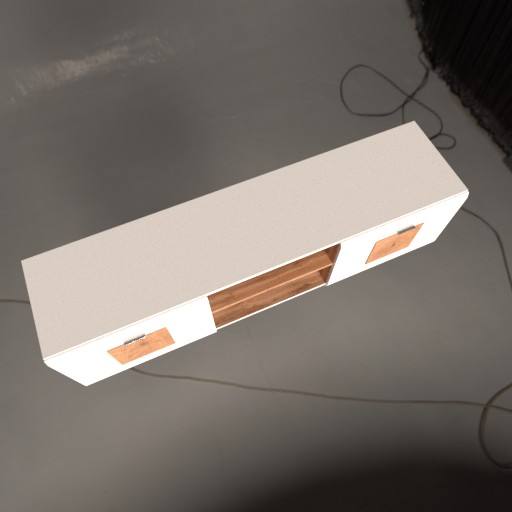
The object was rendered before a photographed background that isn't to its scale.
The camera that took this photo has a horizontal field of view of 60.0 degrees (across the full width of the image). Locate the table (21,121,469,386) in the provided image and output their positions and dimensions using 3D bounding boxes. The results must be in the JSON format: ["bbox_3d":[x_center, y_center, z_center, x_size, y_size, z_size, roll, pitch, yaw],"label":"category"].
[{"bbox_3d":[0.000,0.000,1.744,1.550,0.440,0.400,-21,66,-10],"label":"table"}]
